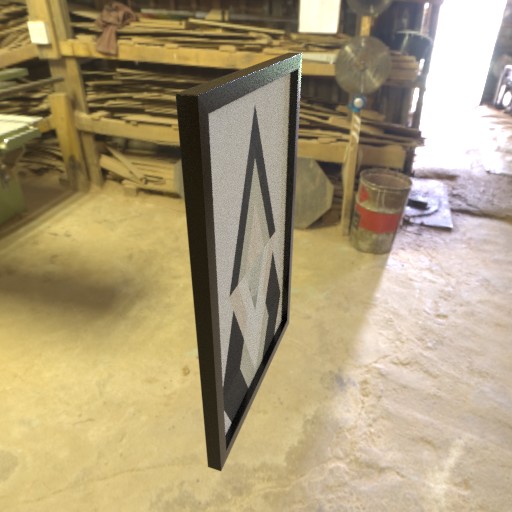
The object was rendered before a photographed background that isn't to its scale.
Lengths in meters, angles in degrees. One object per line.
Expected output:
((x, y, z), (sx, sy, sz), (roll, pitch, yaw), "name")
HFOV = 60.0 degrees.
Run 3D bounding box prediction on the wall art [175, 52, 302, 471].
((0.000, 0.000, 0.577), (0.019, 0.455, 0.314), (10, 32, 17), "wall art")
